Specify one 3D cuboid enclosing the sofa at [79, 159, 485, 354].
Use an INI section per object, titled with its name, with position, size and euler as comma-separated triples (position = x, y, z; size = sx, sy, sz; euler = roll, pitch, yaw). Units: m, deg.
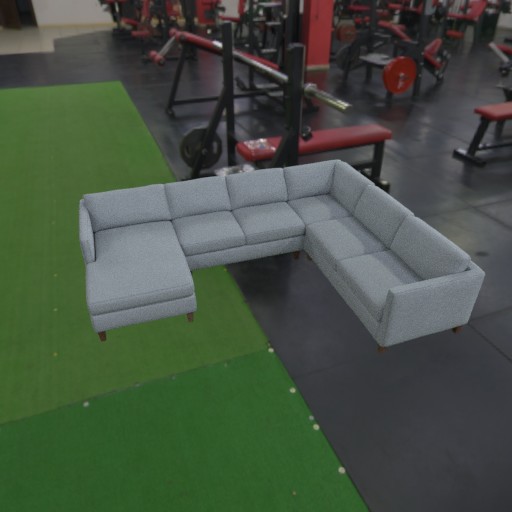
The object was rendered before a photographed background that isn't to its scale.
[sofa]
position = 0.000, 0.000, 4.388
size = 3.238, 0.853, 2.551
euler = -11, 35, -15
